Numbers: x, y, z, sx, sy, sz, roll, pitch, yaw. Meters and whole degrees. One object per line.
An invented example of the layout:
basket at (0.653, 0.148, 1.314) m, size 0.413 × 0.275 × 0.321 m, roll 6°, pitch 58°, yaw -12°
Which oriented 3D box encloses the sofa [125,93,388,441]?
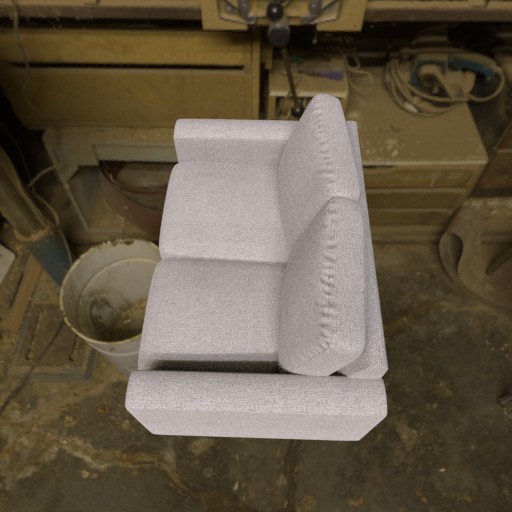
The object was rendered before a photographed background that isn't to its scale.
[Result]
sofa at (0.000, 0.000, 1.976) m, size 0.917 × 0.873 × 1.420 m, roll 1°, pitch 58°, yaw 1°
